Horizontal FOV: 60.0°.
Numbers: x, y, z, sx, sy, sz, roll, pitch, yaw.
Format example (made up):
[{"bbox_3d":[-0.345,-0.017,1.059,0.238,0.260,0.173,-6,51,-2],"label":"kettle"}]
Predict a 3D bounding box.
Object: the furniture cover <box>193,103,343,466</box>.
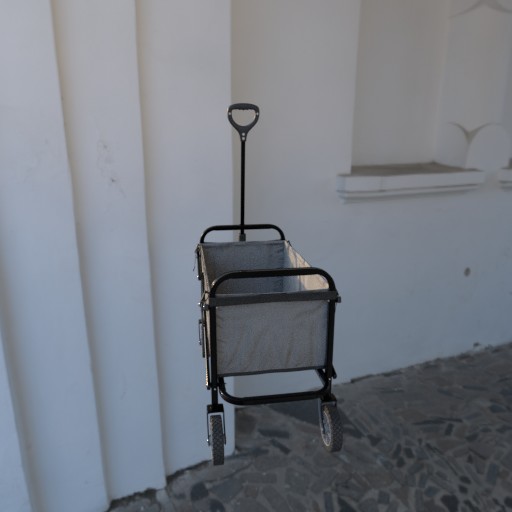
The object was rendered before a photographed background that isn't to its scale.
[{"bbox_3d":[0.000,0.000,1.904,0.532,1.295,1.038,-2,15,-9],"label":"furniture cover"}]
